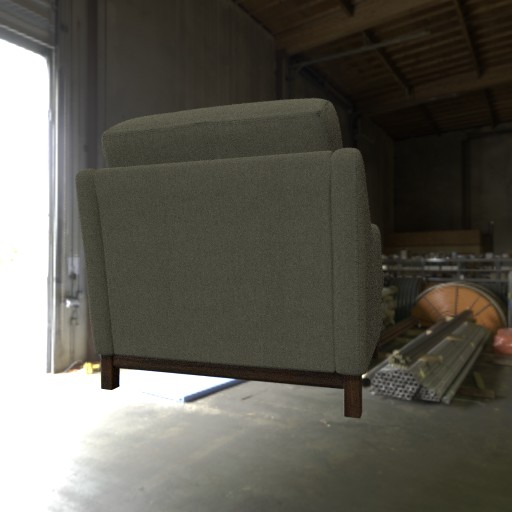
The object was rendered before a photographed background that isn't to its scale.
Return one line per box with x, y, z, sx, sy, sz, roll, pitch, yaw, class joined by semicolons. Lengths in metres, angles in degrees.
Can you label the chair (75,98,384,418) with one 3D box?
0.000;0.000;1.551;0.826;0.821;0.892;0;-1;19;chair
